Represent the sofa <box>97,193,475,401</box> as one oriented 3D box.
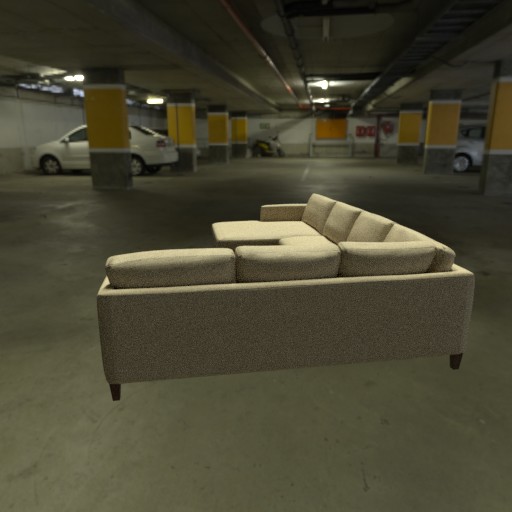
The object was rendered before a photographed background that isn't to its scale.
[{"bbox_3d":[0.000,0.000,4.578,2.593,0.959,3.460,-2,15,-9],"label":"sofa"}]
